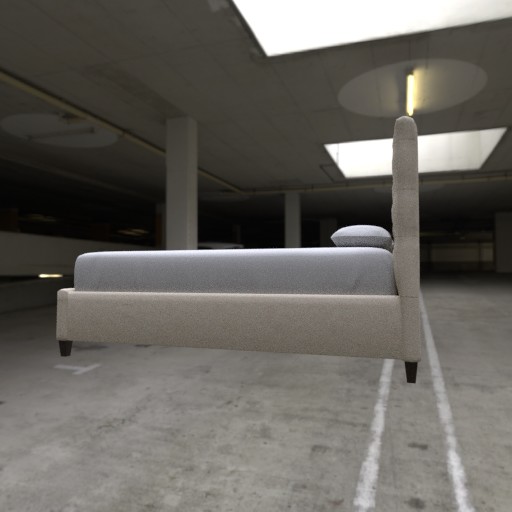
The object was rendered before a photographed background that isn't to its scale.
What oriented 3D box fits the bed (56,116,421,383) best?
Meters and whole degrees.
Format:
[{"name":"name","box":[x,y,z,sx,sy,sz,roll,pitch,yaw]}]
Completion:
[{"name":"bed","box":[0.000,0.000,3.506,2.387,1.427,1.698,-1,-2,19]}]
